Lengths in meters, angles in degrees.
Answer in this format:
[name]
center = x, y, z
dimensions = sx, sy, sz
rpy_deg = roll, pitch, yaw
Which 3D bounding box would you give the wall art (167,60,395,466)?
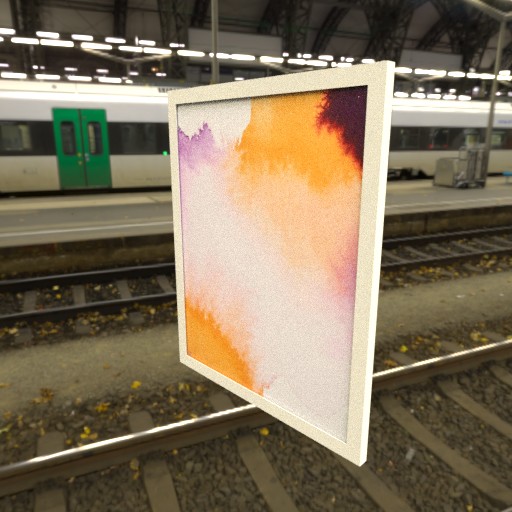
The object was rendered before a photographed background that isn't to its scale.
[wall art]
center = 0.000, 0.000, 1.090
dimensions = 0.026, 0.811, 0.661
rpy_deg = -14, 20, -43
